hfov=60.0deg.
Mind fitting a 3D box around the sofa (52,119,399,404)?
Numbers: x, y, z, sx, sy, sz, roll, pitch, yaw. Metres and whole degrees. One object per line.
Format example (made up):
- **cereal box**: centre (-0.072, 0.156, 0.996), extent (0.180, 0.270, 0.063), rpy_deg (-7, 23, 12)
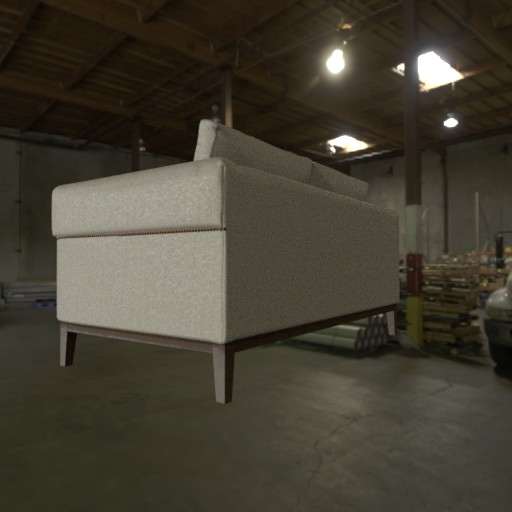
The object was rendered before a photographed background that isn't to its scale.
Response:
- **sofa**: centre (0.000, 0.000, 2.134), extent (0.899, 0.873, 1.598), rpy_deg (-1, -1, 35)
